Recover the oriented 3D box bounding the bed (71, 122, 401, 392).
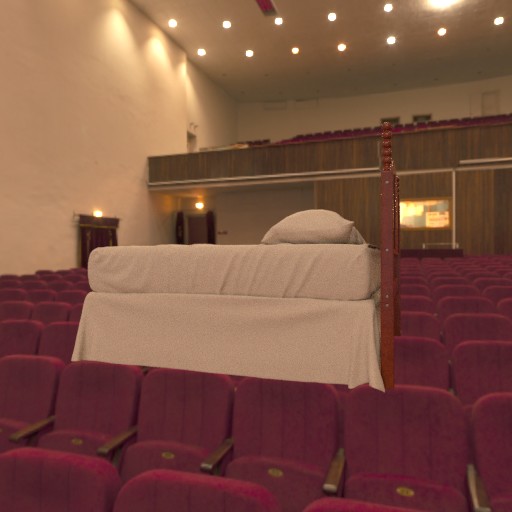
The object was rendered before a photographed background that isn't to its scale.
[{"bbox_3d":[0.000,0.000,3.330,2.040,1.356,1.873,0,0,19],"label":"bed"}]
